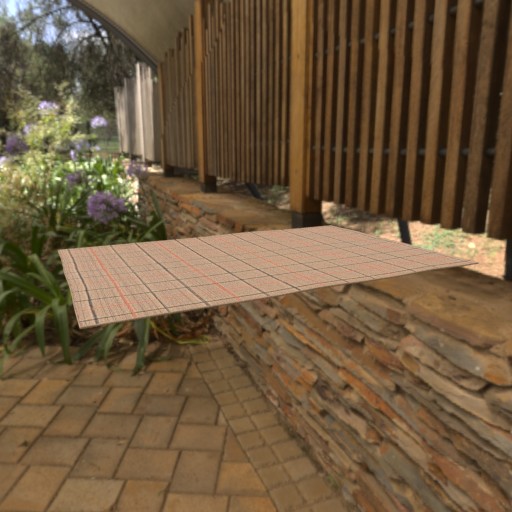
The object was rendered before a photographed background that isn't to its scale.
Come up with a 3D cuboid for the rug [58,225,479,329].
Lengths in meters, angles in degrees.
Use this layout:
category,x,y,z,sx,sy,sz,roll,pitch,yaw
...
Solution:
category,x,y,z,sx,sy,sz,roll,pitch,yaw
rug,0.000,0.000,2.302,1.829,0.013,1.220,-7,15,-26
